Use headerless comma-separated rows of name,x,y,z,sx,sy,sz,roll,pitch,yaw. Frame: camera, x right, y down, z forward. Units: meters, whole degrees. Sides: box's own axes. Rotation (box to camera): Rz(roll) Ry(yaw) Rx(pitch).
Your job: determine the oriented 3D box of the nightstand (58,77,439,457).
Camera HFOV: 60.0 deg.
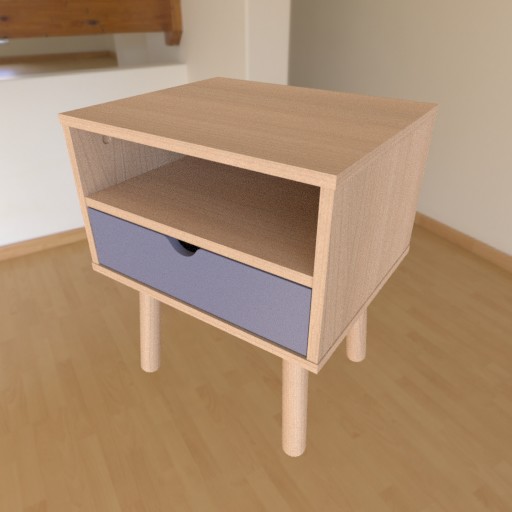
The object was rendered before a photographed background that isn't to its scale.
nightstand,0.000,0.000,0.819,0.450,0.530,0.380,19,36,29
